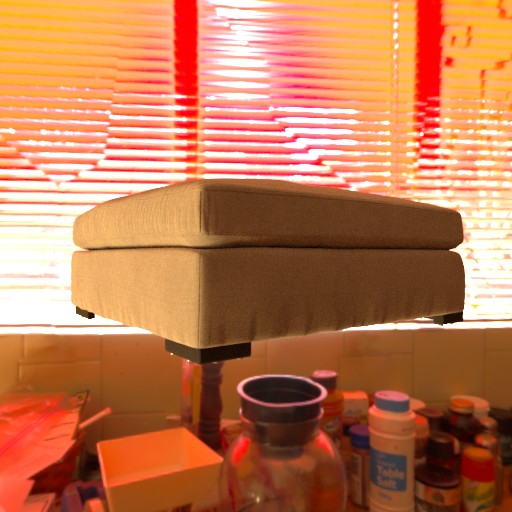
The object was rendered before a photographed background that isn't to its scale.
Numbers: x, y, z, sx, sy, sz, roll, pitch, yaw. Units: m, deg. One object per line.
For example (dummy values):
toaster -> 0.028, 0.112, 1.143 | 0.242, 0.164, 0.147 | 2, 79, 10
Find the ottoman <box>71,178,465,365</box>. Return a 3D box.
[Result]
ottoman -> 0.000, 0.000, 1.808 | 1.203, 0.517, 1.171 | 0, 0, -36
